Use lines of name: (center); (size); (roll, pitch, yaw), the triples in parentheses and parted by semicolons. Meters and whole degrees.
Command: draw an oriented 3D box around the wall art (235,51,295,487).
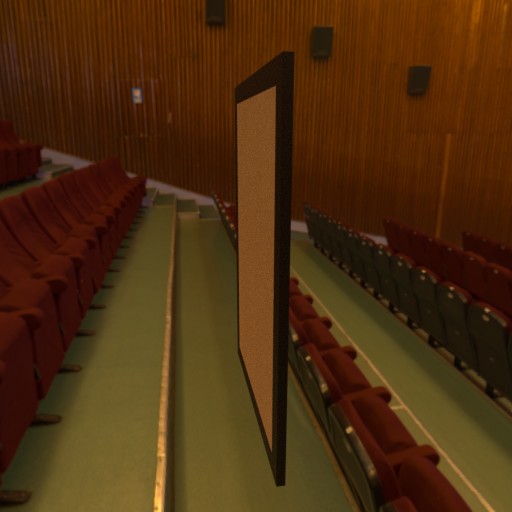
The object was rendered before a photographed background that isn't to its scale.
wall art: (0.000, 0.000, 0.700); (0.013, 0.534, 0.381); (-3, 16, -10)
